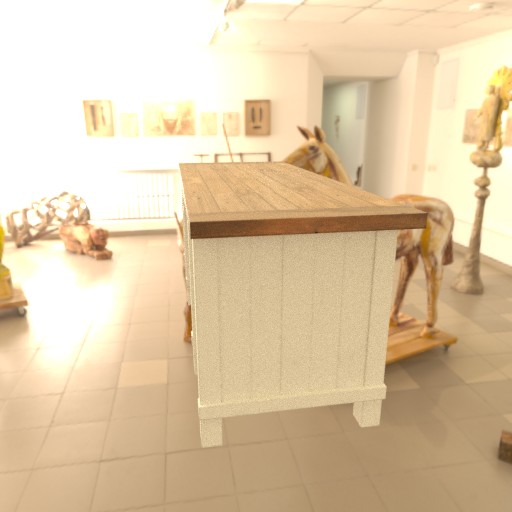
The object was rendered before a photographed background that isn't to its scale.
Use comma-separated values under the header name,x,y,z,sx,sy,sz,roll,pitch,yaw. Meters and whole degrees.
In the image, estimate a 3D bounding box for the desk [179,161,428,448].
name,x,y,z,sx,sy,sz,roll,pitch,yaw
desk,0.000,0.000,2.194,0.688,0.760,1.803,-3,17,-10
